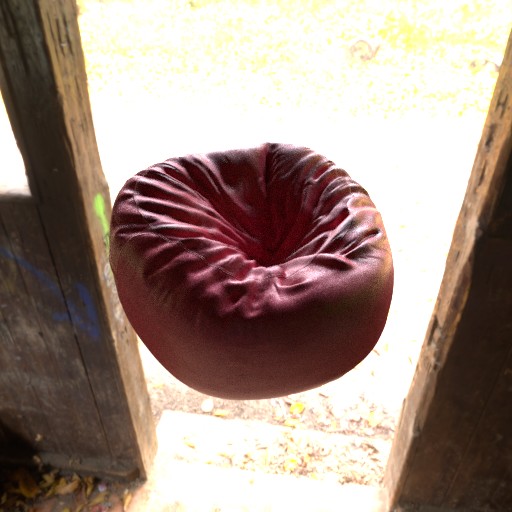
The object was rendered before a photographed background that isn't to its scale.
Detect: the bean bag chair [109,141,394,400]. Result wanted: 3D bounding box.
[{"bbox_3d":[0.000,0.000,2.447,1.524,0.878,1.524,-11,35,-17],"label":"bean bag chair"}]
